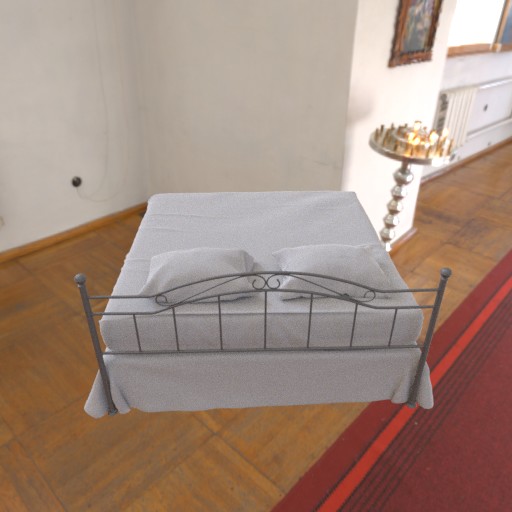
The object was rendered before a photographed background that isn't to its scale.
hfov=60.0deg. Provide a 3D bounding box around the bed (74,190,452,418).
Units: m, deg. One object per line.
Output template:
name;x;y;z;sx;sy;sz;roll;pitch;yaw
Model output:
bed;0.000;0.000;3.557;2.309;1.080;2.220;-1;31;-2
